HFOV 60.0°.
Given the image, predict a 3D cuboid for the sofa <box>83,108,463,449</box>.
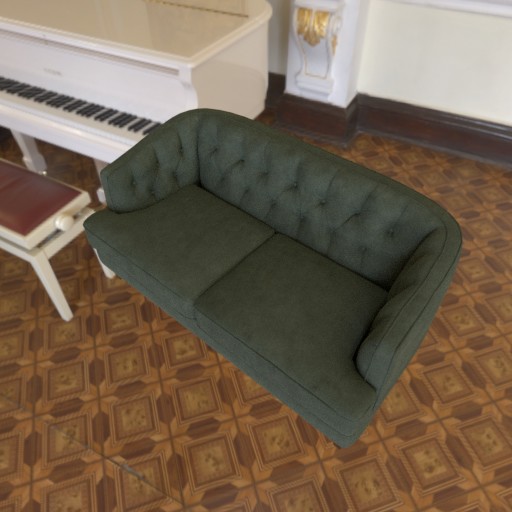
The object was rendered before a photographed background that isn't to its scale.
[{"bbox_3d":[0.000,0.000,2.254,1.733,0.855,0.941,31,53,27],"label":"sofa"}]
